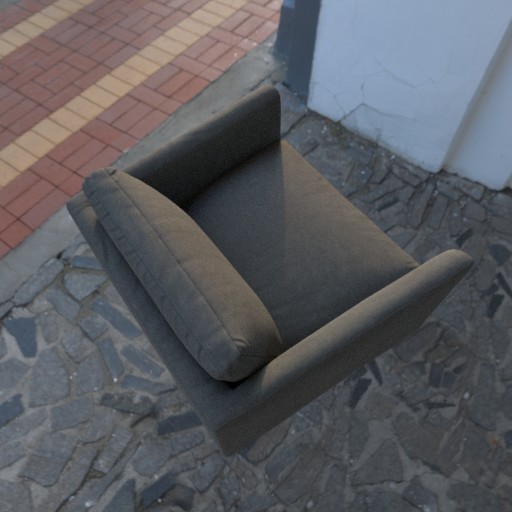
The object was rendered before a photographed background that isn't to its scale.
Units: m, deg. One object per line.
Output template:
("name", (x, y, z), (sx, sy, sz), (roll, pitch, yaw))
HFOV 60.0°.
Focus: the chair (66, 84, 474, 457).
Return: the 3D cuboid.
("chair", (0.000, 0.000, 1.839), (1.091, 0.845, 1.190), (-32, 64, -18))
